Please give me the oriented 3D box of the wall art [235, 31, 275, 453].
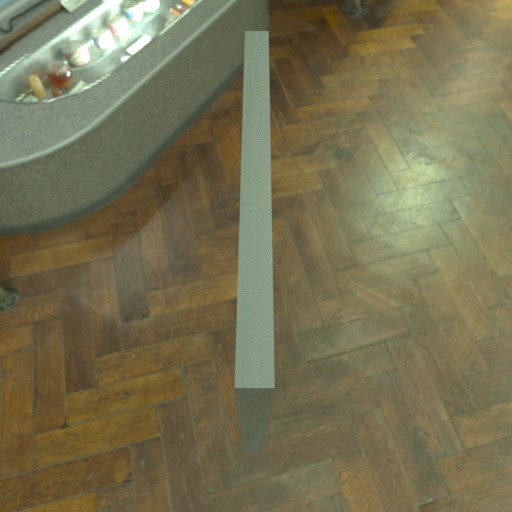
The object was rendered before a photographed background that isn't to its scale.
[{"bbox_3d":[0.000,0.000,0.748,0.037,0.450,0.557,0,59,0],"label":"wall art"}]
